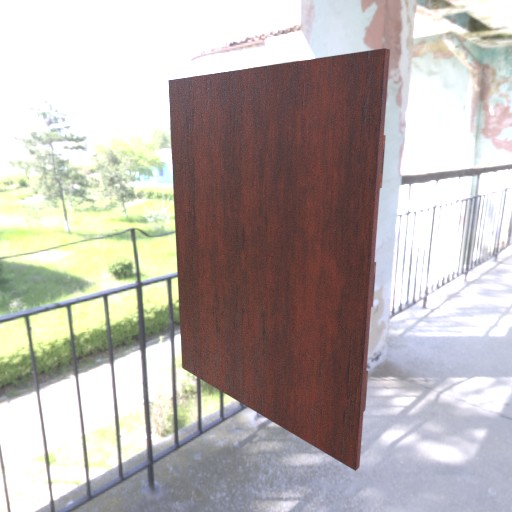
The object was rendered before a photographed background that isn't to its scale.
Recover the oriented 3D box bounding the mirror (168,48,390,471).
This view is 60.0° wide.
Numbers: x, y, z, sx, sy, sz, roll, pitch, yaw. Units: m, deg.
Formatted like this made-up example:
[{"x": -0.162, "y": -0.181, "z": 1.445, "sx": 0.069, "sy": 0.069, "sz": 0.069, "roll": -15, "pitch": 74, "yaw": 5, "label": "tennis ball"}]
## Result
[{"x": 0.000, "y": 0.000, "z": 1.022, "sx": 0.600, "sy": 0.805, "sz": 0.021, "roll": 15, "pitch": 21, "yaw": 43, "label": "mirror"}]
